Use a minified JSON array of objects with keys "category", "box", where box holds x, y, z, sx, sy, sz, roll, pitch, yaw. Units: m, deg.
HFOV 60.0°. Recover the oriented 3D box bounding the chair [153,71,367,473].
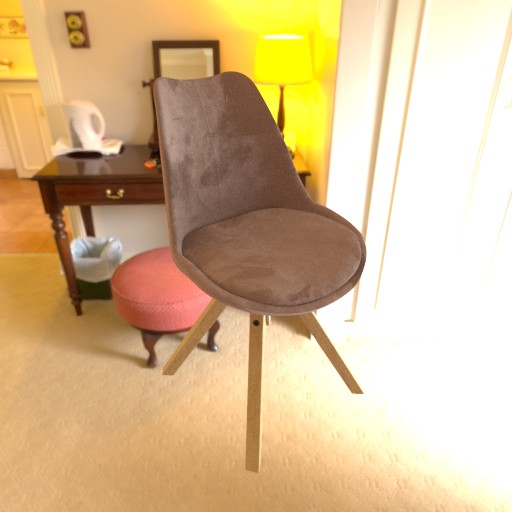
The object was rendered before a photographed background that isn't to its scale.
[{"category":"chair","box":[0.000,0.000,1.171,0.485,0.850,0.550,-22,36,-34]}]
